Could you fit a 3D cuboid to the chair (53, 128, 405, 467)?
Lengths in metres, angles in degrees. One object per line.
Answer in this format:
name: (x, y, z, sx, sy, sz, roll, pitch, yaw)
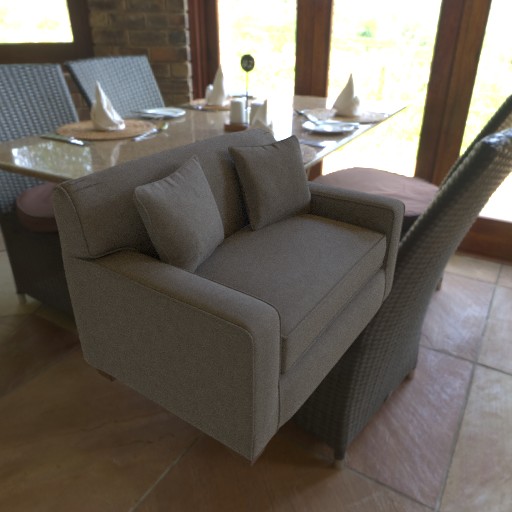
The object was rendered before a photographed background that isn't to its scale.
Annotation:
chair: (0.000, 0.000, 2.094, 0.992, 0.953, 1.395, 18, 32, 31)
